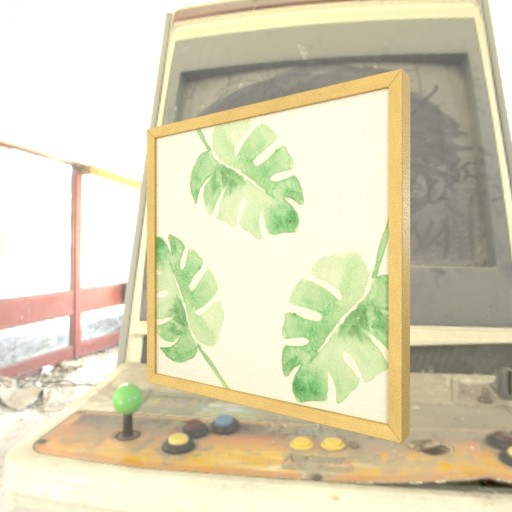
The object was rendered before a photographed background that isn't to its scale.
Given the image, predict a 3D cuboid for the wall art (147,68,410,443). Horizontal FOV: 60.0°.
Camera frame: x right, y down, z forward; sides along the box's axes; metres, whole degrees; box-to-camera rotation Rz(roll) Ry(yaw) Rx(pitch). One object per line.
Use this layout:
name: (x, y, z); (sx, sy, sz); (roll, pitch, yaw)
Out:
wall art: (0.000, 0.000, 0.759); (0.508, 0.508, 0.038); (0, 0, 35)
